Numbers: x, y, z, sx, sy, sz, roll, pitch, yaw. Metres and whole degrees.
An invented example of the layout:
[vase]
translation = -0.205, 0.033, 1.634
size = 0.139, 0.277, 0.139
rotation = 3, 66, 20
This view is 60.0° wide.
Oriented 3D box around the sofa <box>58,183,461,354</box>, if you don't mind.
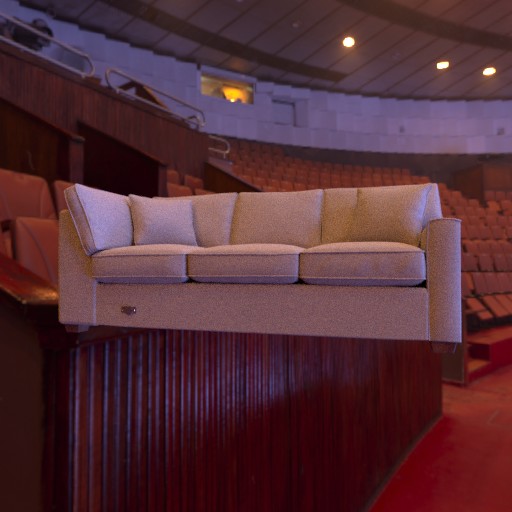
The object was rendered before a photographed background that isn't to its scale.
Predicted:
[sofa]
translation = 0.000, 0.000, 2.864
size = 2.317, 0.962, 1.061
rotation = 0, -1, 18
